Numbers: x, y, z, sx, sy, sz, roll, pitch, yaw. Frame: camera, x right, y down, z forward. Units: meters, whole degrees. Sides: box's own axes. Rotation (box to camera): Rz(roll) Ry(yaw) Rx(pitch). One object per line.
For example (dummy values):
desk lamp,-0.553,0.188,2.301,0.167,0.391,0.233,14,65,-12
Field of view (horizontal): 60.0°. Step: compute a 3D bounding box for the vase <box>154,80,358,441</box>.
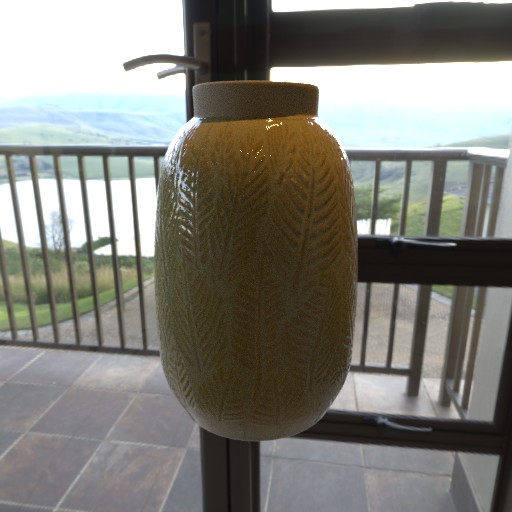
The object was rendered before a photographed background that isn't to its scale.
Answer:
vase,0.000,0.000,0.377,0.172,0.270,0.172,0,16,0
